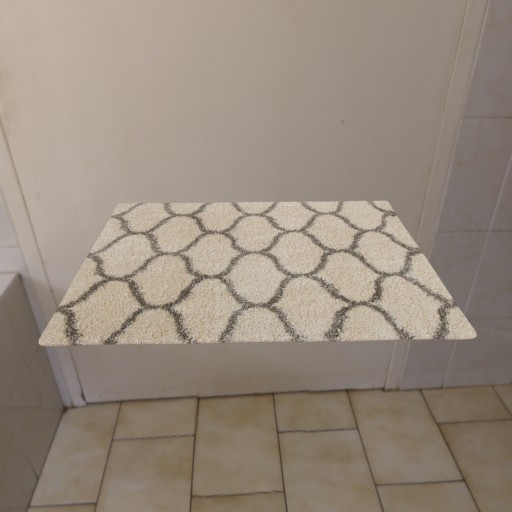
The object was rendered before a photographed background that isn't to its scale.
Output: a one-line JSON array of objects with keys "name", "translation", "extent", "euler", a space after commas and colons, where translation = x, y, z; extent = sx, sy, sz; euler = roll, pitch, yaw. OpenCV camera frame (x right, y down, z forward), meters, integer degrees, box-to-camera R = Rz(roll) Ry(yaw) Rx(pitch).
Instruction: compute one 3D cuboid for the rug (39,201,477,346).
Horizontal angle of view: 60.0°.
[{"name": "rug", "translation": [0.000, 0.000, 2.117], "extent": [1.600, 0.025, 1.200], "euler": [-1, 31, -1]}]
